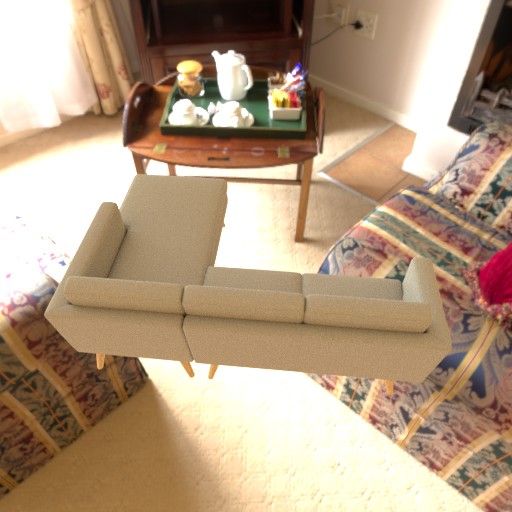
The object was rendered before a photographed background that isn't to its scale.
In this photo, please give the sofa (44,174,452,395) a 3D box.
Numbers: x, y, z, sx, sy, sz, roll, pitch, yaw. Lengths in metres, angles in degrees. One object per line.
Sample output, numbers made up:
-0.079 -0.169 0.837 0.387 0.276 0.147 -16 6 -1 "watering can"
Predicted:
0.000 0.000 2.874 2.040 0.860 1.530 4 47 4 "sofa"
